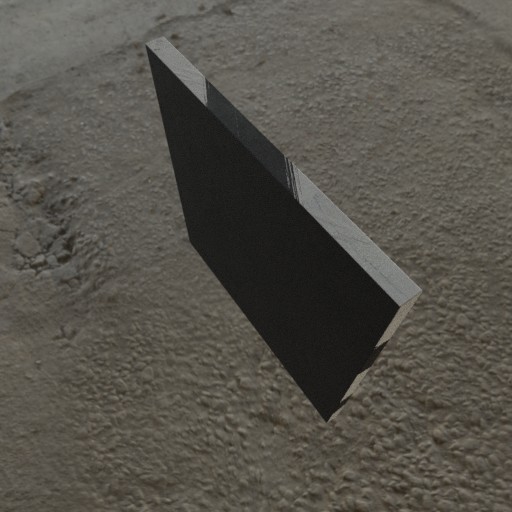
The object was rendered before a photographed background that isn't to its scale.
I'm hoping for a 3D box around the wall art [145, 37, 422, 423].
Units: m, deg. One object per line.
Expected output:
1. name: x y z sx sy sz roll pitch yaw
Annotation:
1. wall art: 0.000 0.000 1.117 0.046 0.765 0.765 -31 63 -18
